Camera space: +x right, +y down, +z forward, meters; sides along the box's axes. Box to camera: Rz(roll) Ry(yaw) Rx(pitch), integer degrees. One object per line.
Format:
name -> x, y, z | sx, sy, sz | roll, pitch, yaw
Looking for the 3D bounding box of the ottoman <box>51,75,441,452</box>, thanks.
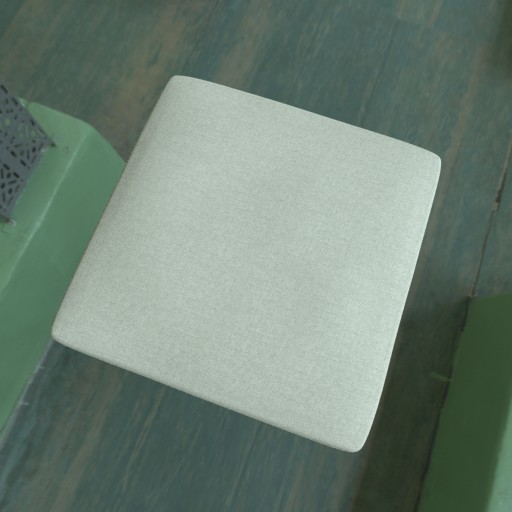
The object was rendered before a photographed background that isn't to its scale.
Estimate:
ottoman -> 0.000, 0.000, 1.324 | 0.840, 0.436, 0.843 | 19, 76, 5
